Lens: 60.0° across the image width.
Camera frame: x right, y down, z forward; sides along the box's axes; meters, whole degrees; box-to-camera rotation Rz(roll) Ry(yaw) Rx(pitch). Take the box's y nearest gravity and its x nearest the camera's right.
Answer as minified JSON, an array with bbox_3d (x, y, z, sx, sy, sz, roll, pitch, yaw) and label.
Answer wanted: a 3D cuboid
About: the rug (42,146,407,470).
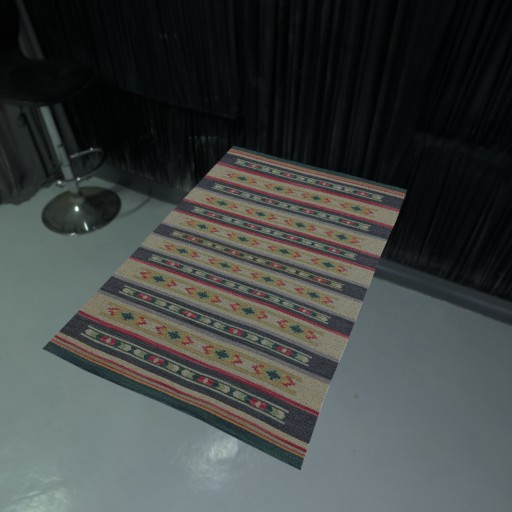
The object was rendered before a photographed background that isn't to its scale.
[{"bbox_3d":[0.000,0.000,2.944,1.522,0.010,2.311,18,48,17],"label":"rug"}]
